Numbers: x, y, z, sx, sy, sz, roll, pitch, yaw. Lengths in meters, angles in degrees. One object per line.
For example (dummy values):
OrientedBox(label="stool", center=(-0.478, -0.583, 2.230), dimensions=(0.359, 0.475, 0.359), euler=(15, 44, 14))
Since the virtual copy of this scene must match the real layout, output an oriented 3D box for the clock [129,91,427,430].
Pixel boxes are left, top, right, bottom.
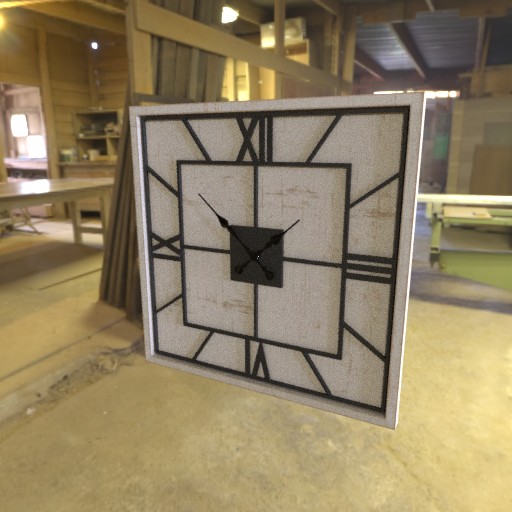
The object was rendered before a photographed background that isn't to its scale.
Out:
OrientedBox(label="clock", center=(0.000, 0.000, 1.061), dimensions=(0.705, 0.705, 0.032), euler=(7, 16, 26))
